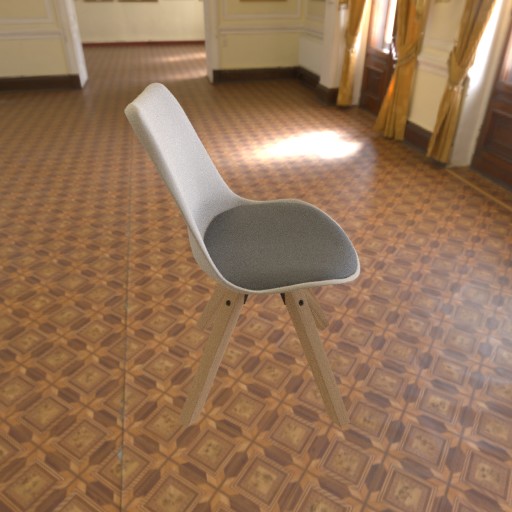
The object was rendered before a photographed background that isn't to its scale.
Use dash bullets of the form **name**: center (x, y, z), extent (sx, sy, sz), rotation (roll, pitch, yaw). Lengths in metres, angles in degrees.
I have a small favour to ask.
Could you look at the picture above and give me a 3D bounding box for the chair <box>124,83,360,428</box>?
- **chair**: center (0.000, 0.000, 1.206), extent (0.550, 0.850, 0.485), rotation (0, 32, 0)
